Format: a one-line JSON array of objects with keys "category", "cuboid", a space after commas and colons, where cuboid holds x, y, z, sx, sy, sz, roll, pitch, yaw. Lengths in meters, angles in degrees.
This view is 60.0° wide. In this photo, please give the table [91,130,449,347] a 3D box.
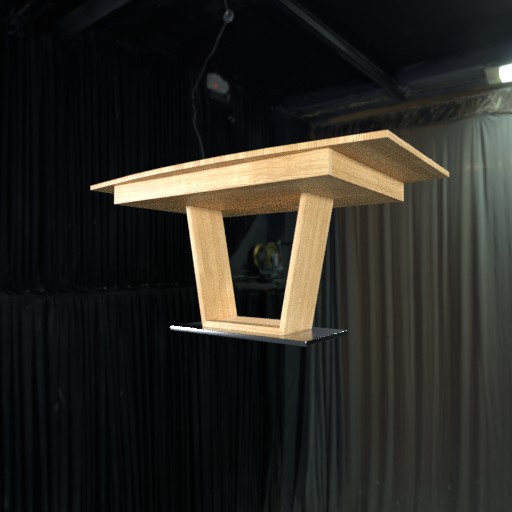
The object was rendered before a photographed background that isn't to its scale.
[{"category": "table", "cuboid": [0.000, 0.000, 2.158, 1.598, 0.748, 0.900, -1, -2, 37]}]
